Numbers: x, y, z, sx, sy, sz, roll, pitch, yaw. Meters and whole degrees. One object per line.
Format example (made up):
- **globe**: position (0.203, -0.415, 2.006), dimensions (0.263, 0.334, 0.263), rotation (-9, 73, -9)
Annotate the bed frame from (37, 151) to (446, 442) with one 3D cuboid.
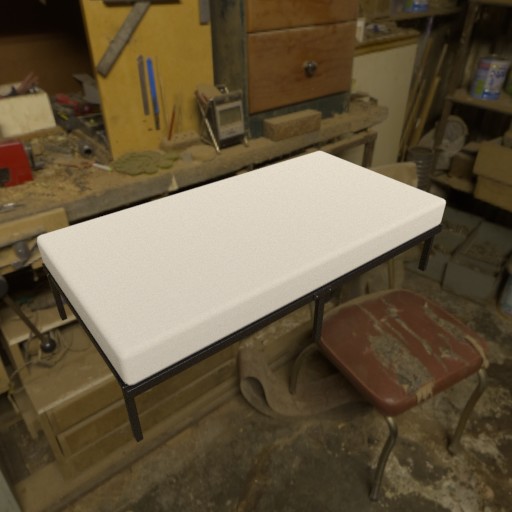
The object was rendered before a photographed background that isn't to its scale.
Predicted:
- **bed frame**: position (0.000, 0.000, 3.301), dimensions (2.635, 0.680, 1.393), rotation (-23, 40, -31)
